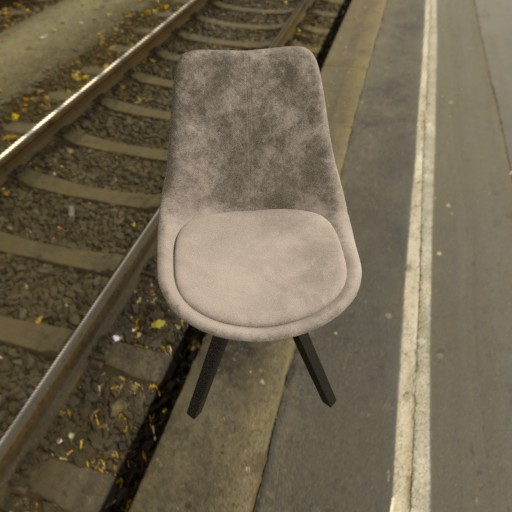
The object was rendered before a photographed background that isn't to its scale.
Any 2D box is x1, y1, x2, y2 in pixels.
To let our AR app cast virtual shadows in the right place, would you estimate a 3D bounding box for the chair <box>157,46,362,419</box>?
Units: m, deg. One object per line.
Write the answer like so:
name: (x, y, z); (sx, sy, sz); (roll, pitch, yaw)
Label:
chair: (0.000, 0.000, 1.146); (0.485, 0.850, 0.550); (-4, 46, -4)
